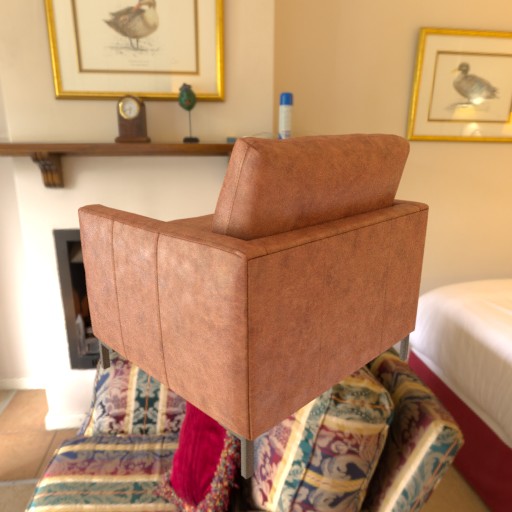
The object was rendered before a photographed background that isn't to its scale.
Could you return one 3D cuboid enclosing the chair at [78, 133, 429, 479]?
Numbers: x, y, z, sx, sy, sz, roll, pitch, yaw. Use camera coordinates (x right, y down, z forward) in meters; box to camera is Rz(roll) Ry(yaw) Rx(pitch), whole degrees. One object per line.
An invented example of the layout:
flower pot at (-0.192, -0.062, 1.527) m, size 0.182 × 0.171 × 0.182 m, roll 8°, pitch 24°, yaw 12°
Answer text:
chair at (0.000, 0.000, 1.624) m, size 0.862 × 0.869 × 0.967 m, roll 15°, pitch 22°, yaw 43°
